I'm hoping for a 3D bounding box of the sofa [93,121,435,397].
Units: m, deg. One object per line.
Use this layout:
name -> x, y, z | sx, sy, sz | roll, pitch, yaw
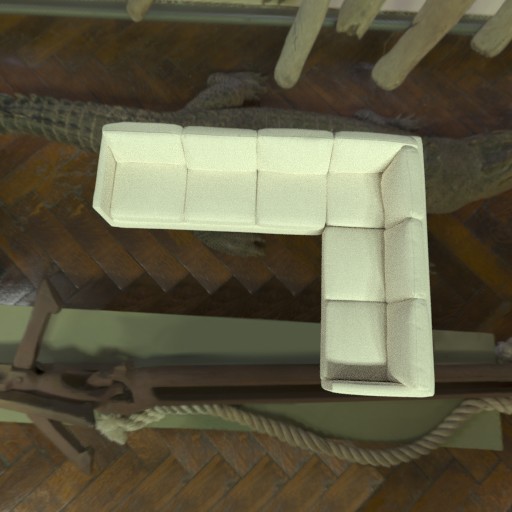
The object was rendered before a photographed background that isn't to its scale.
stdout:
sofa -> 0.000, 0.000, 4.471 | 3.302, 0.947, 2.593 | 2, 76, 1
